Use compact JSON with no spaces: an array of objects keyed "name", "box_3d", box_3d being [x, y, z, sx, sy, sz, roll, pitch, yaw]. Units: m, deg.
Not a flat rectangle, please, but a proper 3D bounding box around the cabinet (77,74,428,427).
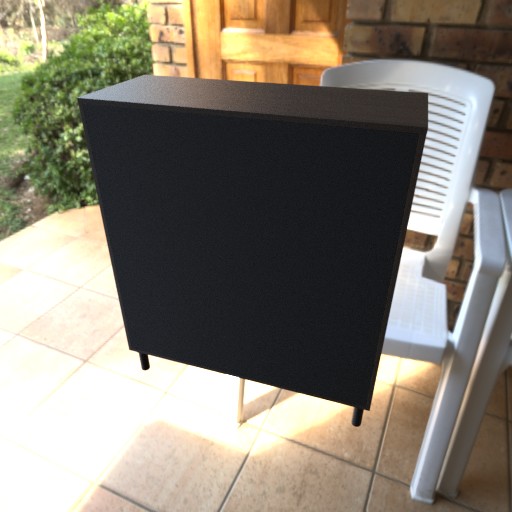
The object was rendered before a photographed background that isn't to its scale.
[{"name":"cabinet","box_3d":[0.000,0.000,1.679,1.010,1.170,0.400,10,33,15]}]
